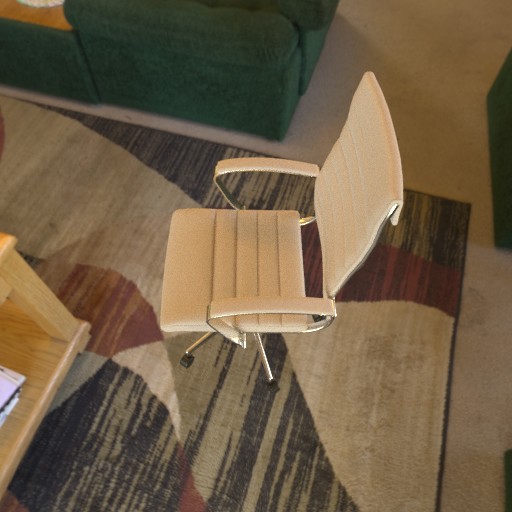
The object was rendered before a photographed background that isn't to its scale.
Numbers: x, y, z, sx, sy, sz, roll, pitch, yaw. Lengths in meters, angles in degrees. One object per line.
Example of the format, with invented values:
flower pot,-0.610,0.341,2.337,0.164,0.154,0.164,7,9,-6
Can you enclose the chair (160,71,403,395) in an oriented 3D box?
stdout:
chair,0.000,0.000,1.537,0.667,1.149,0.679,0,59,0
